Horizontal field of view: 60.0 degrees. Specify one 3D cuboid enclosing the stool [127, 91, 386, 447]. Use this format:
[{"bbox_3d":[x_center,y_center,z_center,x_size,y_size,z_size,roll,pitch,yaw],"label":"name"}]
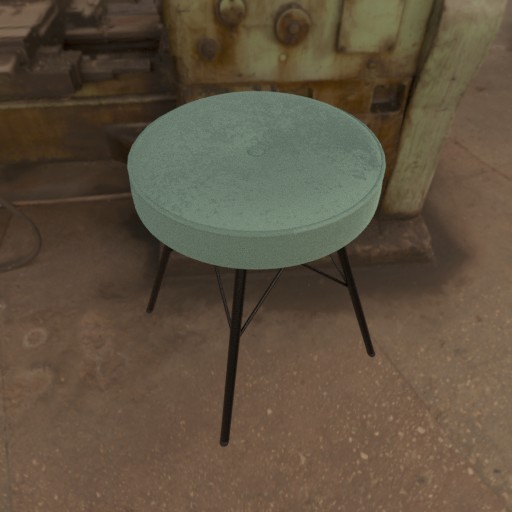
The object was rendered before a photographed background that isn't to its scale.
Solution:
[{"bbox_3d":[0.000,0.000,0.881,0.458,0.519,0.457,-17,48,-16],"label":"stool"}]
